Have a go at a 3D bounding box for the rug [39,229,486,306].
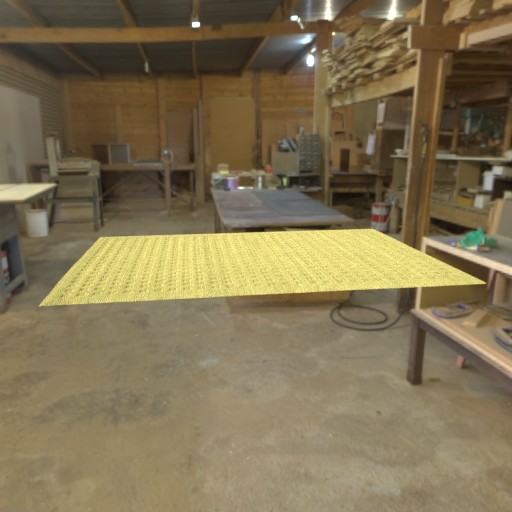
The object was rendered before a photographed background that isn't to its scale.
[{"bbox_3d":[0.000,0.000,2.964,2.297,0.007,1.529,-2,15,-8],"label":"rug"}]
